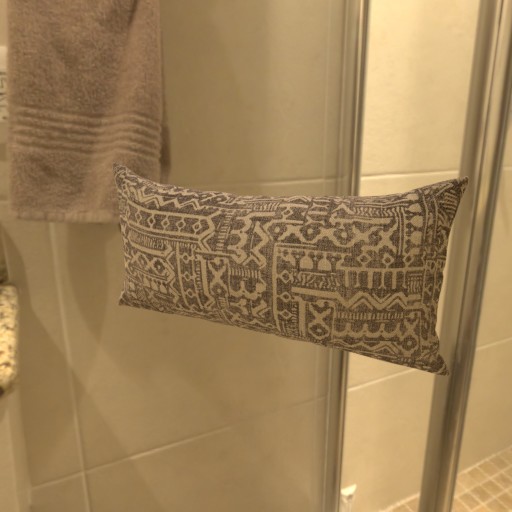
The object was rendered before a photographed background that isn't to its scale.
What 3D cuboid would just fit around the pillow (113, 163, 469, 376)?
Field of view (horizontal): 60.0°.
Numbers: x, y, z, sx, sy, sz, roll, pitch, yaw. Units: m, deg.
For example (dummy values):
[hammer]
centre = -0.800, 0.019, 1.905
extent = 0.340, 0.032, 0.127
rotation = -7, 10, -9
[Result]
[pillow]
centre = 0.000, 0.000, 0.744
extent = 0.631, 0.290, 0.148
rotation = 7, 17, 25
